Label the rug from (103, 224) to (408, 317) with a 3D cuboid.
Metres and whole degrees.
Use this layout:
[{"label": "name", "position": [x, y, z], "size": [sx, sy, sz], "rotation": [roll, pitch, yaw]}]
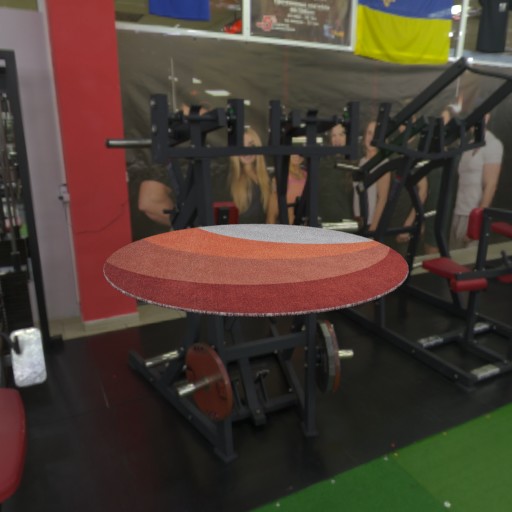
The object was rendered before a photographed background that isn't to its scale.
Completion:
[{"label": "rug", "position": [0.000, 0.000, 2.316], "size": [1.514, 0.015, 1.514], "rotation": [0, 16, 0]}]
